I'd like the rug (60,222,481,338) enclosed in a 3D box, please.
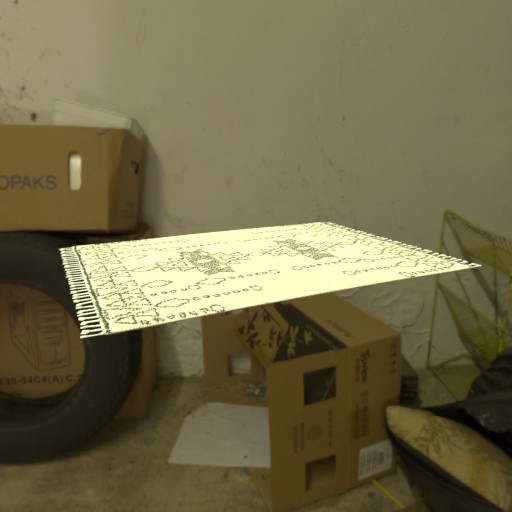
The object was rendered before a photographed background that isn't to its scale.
[{"bbox_3d":[0.000,0.000,3.810,3.027,0.028,2.125,-7,17,-25],"label":"rug"}]
